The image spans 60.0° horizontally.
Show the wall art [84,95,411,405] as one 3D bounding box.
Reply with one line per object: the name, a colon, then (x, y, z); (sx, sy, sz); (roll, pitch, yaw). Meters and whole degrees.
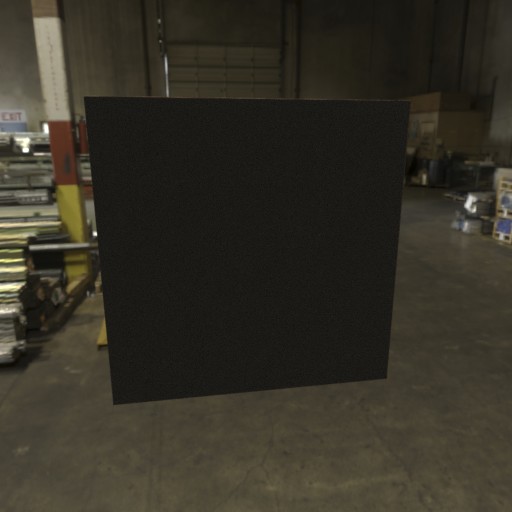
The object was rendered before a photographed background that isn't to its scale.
wall art: (0.000, 0.000, 1.136); (0.762, 0.762, 0.038); (-3, 15, -10)
